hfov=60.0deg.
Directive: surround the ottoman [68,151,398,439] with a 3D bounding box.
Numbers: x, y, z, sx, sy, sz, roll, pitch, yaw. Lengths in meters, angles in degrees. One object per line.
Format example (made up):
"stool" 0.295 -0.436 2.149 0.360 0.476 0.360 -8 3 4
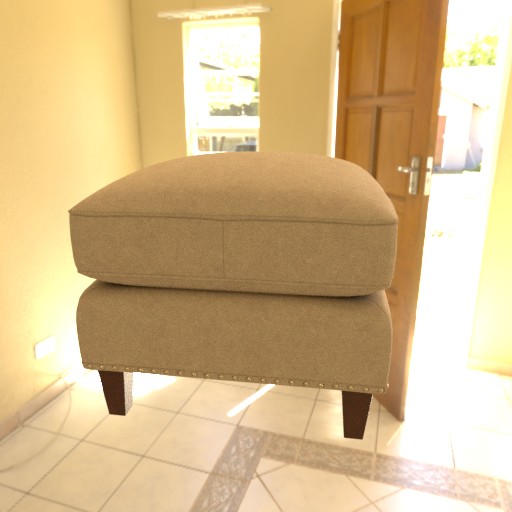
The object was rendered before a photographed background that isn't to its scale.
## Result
"ottoman" 0.000 0.000 1.126 0.584 0.513 0.741 2 17 8
